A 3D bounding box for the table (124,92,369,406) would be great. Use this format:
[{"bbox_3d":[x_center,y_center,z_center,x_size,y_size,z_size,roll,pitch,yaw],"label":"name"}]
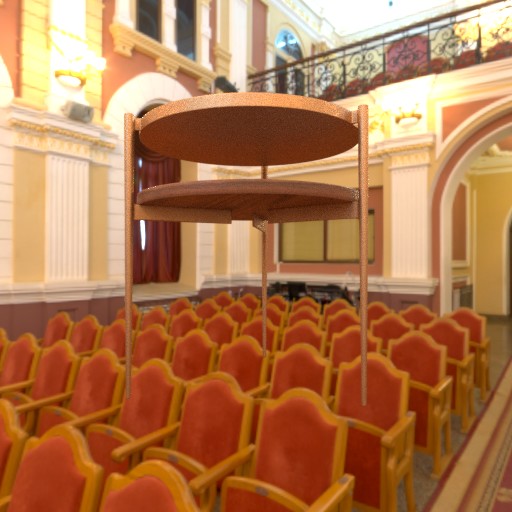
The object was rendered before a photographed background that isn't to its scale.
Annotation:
[{"bbox_3d":[0.000,0.000,0.859,0.456,0.493,0.430,-1,-1,36],"label":"table"}]
